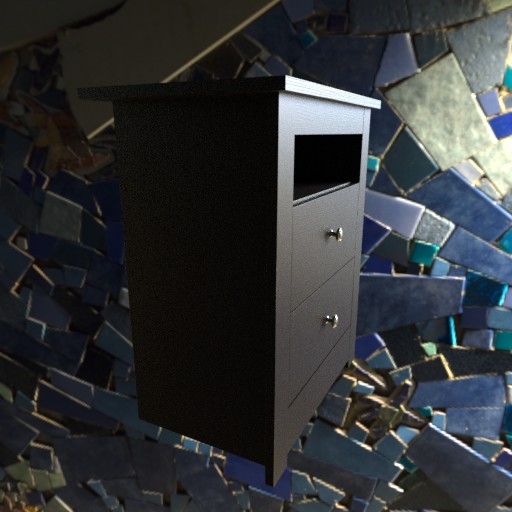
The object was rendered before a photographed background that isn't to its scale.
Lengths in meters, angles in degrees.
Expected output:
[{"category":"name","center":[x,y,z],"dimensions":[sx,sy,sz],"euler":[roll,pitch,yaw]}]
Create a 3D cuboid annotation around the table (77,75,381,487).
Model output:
[{"category":"table","center":[0.000,0.000,1.042],"dimensions":[0.408,0.711,0.589],"euler":[8,18,26]}]
